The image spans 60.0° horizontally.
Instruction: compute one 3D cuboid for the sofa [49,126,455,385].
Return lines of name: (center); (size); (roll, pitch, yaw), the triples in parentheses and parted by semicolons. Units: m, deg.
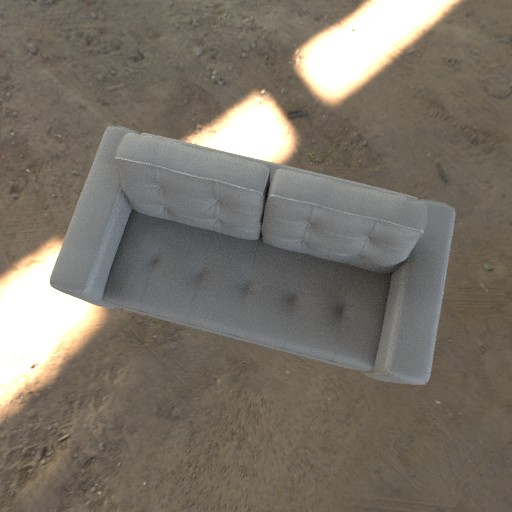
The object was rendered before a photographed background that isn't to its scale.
sofa: (0.000, 0.000, 2.169); (1.726, 0.892, 0.833); (14, 76, 3)
